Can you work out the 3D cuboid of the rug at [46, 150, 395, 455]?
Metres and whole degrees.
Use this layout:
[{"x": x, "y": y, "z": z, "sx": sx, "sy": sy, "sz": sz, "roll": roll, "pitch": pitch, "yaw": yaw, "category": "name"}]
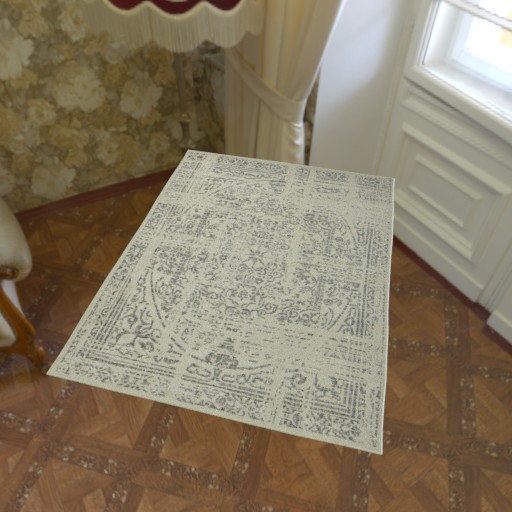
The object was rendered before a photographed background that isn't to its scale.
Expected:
[{"x": 0.000, "y": 0.000, "z": 3.874, "sx": 2.311, "sy": 0.032, "sz": 2.921, "roll": 10, "pitch": 47, "yaw": 9, "category": "rug"}]
